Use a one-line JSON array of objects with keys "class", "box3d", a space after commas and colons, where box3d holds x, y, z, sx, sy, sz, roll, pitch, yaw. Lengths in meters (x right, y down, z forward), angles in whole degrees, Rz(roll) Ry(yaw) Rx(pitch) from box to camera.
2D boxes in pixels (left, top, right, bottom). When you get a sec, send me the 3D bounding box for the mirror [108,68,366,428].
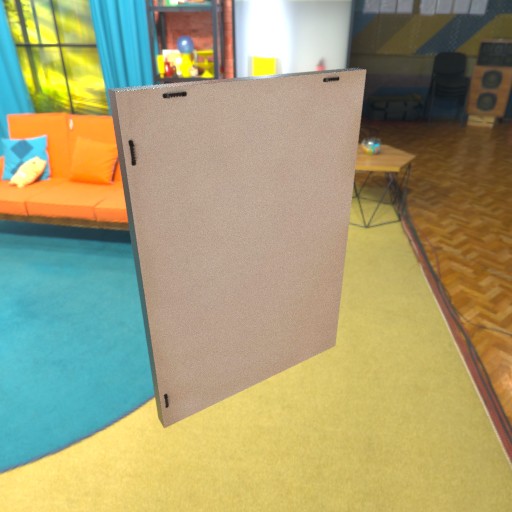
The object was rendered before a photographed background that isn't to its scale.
[{"class": "mirror", "box3d": [0.000, 0.000, 0.945, 0.507, 0.710, 0.039, -18, 34, -29]}]
